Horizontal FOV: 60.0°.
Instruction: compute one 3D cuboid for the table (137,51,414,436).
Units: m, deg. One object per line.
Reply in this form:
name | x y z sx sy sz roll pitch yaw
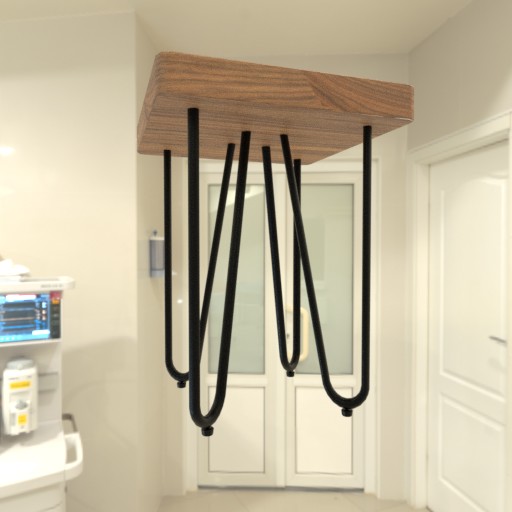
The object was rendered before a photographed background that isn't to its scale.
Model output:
table | 0.000 0.000 0.982 0.480 0.641 0.479 0 1 -19
